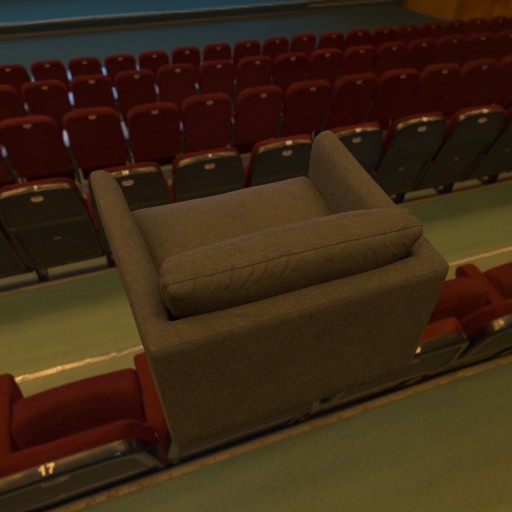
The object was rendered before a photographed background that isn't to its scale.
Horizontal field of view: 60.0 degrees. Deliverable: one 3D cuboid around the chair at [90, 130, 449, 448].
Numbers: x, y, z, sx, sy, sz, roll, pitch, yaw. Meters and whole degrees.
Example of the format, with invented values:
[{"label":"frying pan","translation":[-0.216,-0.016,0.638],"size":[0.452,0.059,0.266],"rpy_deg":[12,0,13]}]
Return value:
[{"label":"chair","translation":[0.000,0.000,1.911],"size":[1.190,0.845,1.091],"rpy_deg":[-14,44,-15]}]
